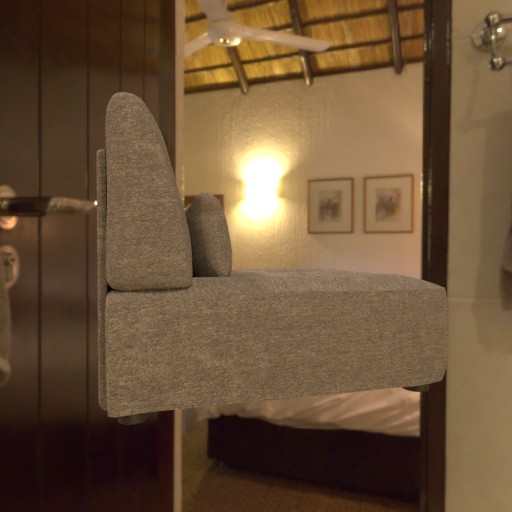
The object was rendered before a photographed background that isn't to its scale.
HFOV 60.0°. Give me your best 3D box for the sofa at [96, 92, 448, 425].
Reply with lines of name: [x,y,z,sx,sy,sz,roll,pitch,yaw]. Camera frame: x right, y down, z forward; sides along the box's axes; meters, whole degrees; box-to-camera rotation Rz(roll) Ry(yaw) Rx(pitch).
sofa: [0.000,0.000,1.523,1.000,0.820,0.700,0,1,-16]
